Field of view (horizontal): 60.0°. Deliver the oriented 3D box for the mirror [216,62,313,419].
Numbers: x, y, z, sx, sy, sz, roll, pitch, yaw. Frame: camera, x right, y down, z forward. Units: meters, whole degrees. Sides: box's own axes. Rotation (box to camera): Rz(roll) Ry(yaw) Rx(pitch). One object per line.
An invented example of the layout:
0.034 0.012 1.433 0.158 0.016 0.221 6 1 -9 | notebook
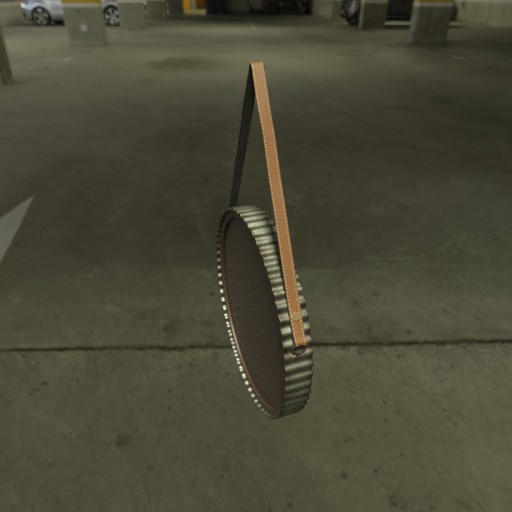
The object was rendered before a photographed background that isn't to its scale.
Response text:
0.000 0.000 0.703 0.042 0.568 0.355 -11 32 -17 | mirror
